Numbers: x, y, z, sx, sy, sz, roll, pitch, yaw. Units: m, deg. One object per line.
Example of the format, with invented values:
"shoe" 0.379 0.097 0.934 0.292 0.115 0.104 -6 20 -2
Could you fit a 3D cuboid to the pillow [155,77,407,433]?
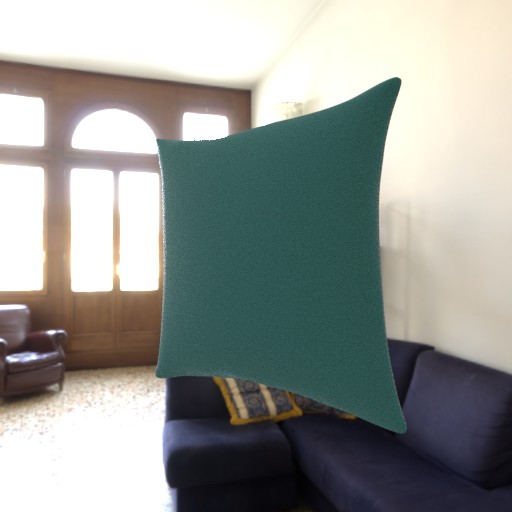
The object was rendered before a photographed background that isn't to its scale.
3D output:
"pillow" 0.000 0.000 0.764 0.514 0.497 0.150 0 -1 37
